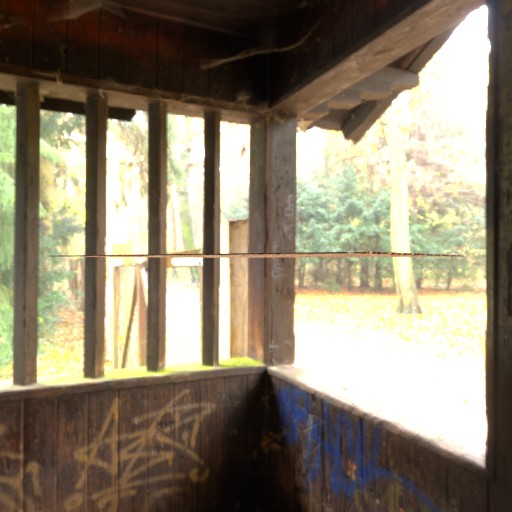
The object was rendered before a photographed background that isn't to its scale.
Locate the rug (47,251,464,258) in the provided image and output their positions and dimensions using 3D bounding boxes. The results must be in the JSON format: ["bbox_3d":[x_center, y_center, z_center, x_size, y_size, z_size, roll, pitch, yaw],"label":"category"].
[{"bbox_3d":[0.000,0.000,4.335,3.274,0.015,2.439,0,-1,36],"label":"rug"}]
